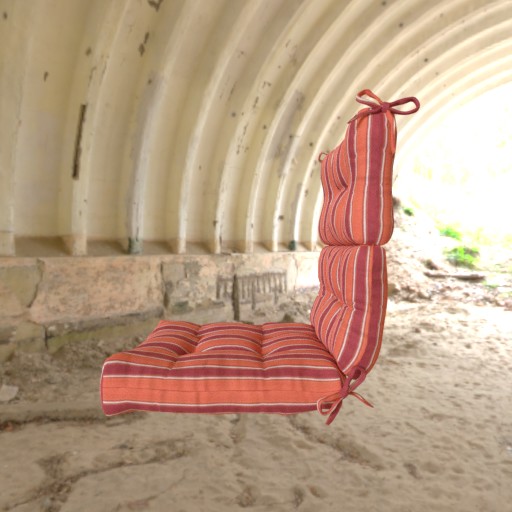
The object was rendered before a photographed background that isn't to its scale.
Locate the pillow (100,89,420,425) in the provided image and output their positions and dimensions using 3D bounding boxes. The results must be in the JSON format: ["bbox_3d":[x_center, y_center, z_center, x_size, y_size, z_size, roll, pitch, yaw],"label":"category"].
[{"bbox_3d":[0.000,0.000,1.006,0.571,0.605,0.519,0,1,0],"label":"pillow"}]
